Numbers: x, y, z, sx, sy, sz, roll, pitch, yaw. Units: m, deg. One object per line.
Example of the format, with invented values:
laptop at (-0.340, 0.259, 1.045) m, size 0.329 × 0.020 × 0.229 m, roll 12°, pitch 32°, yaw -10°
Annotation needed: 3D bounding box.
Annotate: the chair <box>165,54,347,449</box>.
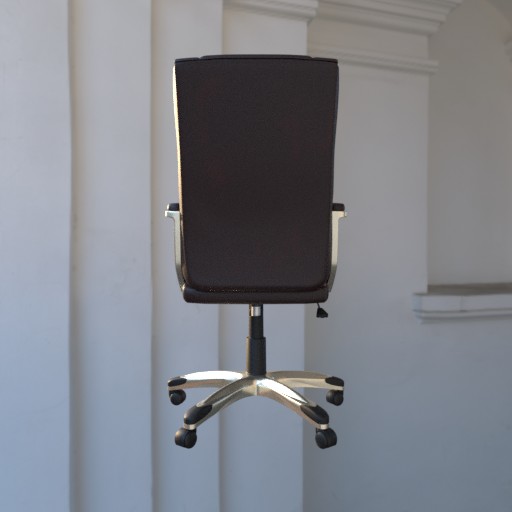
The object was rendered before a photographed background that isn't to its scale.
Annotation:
chair at (0.000, 0.000, 1.559) m, size 0.662 × 1.107 × 0.739 m, roll 0°, pitch 0°, yaw 0°
